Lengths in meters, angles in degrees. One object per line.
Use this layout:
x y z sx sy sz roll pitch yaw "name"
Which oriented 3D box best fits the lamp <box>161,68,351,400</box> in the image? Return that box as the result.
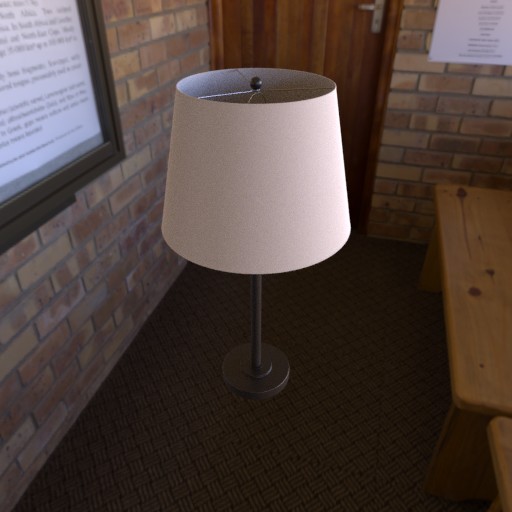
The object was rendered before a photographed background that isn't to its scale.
0.000 0.000 0.911 0.363 0.696 0.363 0 33 0 "lamp"
